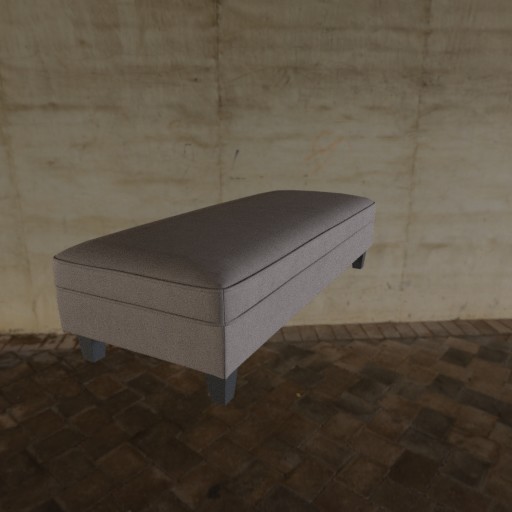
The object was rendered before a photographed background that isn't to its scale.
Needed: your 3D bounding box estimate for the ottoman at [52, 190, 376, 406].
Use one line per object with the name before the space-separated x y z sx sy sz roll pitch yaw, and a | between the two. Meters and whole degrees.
ottoman | 0.000 0.000 2.137 0.751 0.470 1.764 8 18 27
